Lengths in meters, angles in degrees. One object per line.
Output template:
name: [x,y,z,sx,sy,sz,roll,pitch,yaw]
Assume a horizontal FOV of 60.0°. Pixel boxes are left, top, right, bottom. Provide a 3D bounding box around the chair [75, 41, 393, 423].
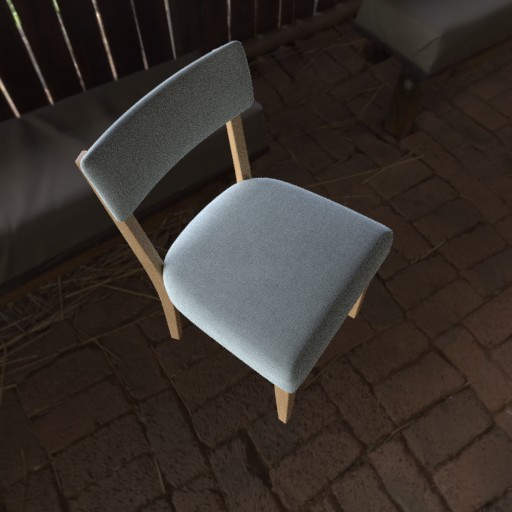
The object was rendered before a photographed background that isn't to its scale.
chair: [0.000,0.000,1.187,0.572,0.832,0.508,31,63,18]
